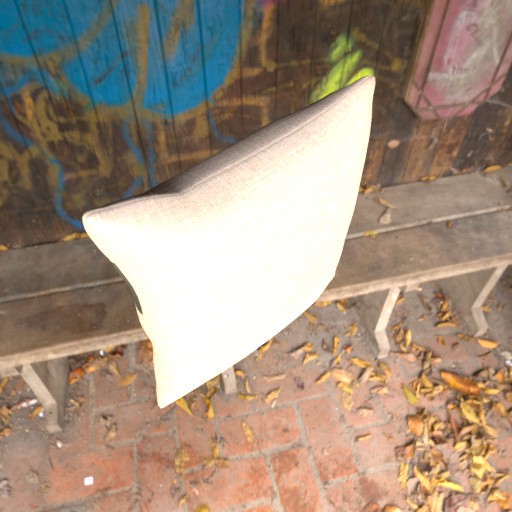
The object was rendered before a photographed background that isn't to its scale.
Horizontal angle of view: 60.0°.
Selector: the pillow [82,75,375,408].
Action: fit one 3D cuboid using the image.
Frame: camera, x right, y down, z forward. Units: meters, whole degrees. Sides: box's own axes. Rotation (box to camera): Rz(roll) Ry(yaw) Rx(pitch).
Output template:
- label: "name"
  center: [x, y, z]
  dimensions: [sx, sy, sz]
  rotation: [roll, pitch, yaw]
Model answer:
- label: "pillow"
  center: [0.000, 0.000, 0.629]
  dimensions: [0.414, 0.399, 0.173]
  rotation: [-34, 55, -27]
